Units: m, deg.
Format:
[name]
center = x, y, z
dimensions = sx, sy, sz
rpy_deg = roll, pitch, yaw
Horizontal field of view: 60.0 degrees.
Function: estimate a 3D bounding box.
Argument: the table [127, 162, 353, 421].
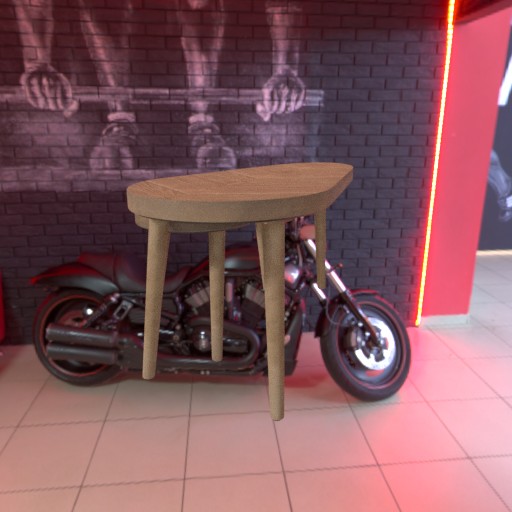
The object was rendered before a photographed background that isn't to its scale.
[table]
center = 0.000, 0.000, 1.622
dimensions = 0.701, 0.595, 1.190
rpy_deg = 8, 18, 26
